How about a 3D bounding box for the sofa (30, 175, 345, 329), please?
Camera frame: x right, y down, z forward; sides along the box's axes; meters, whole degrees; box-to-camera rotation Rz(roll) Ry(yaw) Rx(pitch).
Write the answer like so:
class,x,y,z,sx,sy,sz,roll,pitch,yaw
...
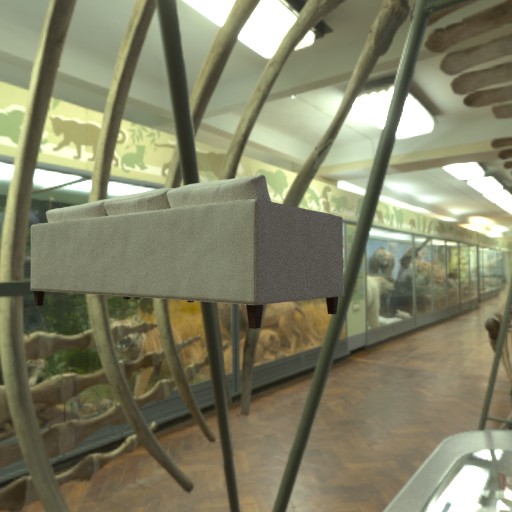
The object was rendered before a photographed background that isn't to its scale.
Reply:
class,x,y,z,sx,sy,sz,roll,pitch,yaw
sofa,0.000,0.000,4.286,2.432,0.863,3.182,-1,-2,37
